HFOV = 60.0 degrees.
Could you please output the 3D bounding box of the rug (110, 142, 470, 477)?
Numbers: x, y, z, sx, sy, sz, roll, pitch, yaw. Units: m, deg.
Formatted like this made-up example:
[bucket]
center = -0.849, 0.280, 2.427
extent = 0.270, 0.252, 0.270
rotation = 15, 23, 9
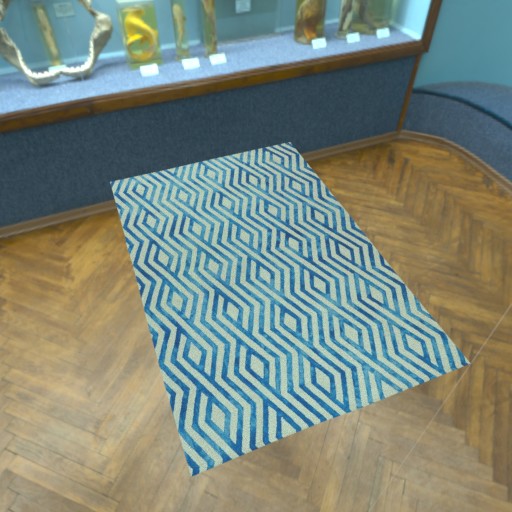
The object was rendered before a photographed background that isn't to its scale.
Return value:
[rug]
center = 0.000, 0.000, 2.303
extent = 1.225, 0.008, 1.830
rotation = -16, 49, -15
